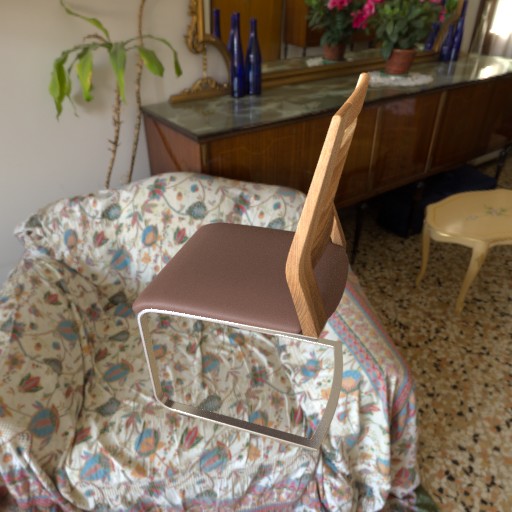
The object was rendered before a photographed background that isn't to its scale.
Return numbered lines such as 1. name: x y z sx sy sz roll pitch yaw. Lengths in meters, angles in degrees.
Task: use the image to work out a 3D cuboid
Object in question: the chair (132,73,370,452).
1. chair: 0.000 0.000 1.254 0.570 0.970 0.460 10 34 15
